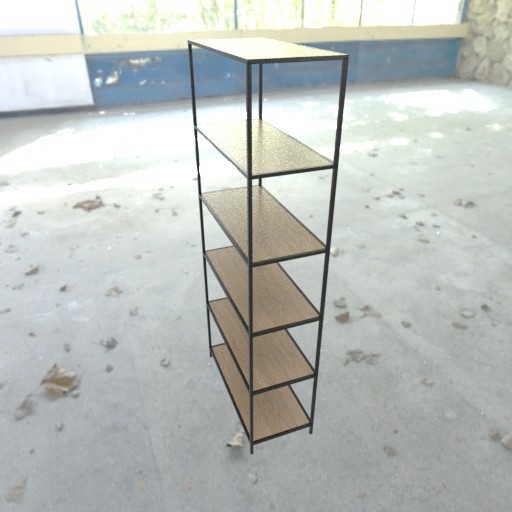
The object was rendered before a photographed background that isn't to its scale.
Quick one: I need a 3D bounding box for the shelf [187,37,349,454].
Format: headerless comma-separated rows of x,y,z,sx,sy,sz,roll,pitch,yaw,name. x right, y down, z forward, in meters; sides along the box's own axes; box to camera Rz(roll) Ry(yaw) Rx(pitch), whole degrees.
0.000,0.000,2.153,0.350,1.850,0.770,-11,32,-18,shelf
